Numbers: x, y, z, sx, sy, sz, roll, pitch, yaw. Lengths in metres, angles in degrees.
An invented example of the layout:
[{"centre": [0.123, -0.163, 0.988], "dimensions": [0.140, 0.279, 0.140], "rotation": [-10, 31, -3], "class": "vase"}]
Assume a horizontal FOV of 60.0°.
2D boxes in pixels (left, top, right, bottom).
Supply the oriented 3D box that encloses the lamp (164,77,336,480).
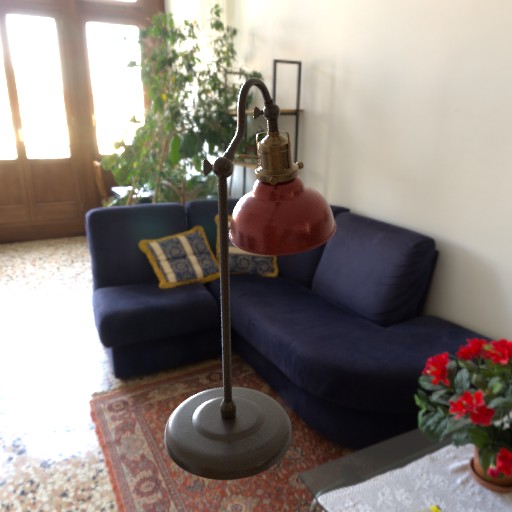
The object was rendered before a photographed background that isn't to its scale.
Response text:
[{"centre": [0.000, 0.000, 0.678], "dimensions": [0.192, 0.508, 0.374], "rotation": [8, 18, 26], "class": "lamp"}]
